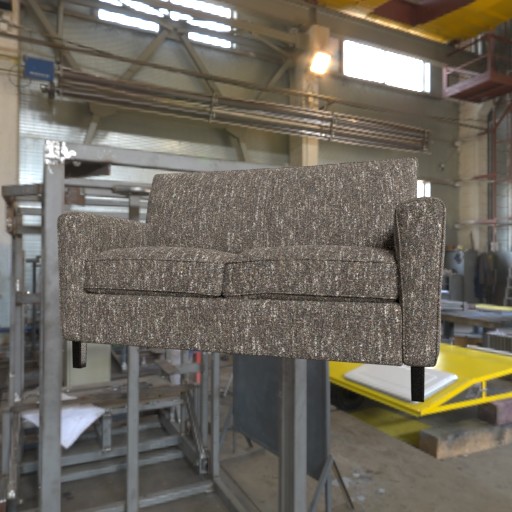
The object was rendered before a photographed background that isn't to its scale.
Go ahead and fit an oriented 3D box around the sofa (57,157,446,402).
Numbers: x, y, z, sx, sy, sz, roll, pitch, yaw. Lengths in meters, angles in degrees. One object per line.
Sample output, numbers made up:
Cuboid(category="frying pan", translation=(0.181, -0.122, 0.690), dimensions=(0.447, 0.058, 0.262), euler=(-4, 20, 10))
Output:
Cuboid(category="sofa", translation=(0.000, 0.000, 1.990), dimensions=(1.519, 0.946, 0.801), euler=(0, 0, 19))
